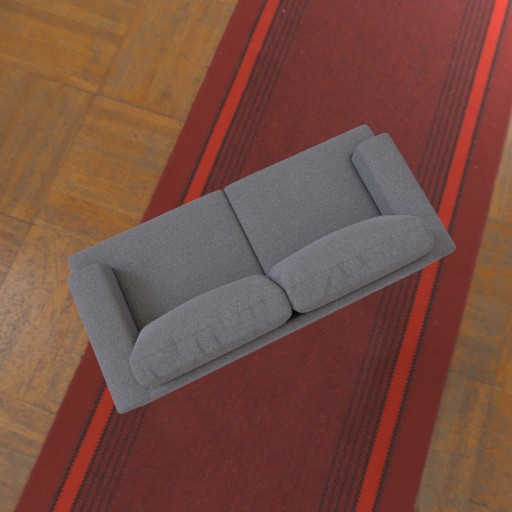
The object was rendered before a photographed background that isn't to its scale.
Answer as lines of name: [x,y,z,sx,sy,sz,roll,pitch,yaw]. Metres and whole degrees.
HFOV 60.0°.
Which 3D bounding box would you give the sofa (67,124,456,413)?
sofa: [0.000,0.000,2.102,1.650,0.810,0.785,-25,78,-6]
